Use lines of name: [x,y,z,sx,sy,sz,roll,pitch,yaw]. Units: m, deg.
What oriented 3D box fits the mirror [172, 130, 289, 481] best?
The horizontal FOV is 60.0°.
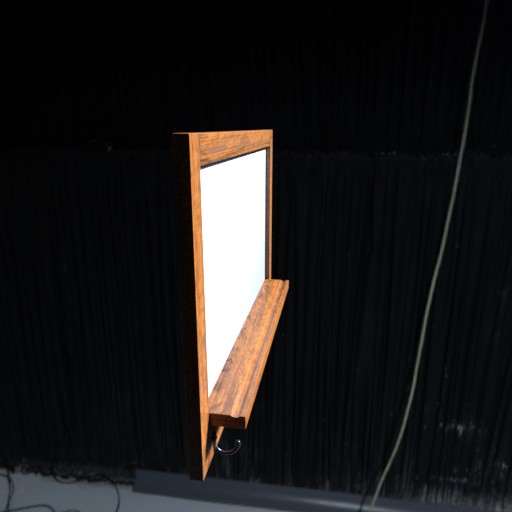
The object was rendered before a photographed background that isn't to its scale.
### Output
mirror: [0.000,0.000,0.988,0.084,0.537,0.758,3,16,10]
